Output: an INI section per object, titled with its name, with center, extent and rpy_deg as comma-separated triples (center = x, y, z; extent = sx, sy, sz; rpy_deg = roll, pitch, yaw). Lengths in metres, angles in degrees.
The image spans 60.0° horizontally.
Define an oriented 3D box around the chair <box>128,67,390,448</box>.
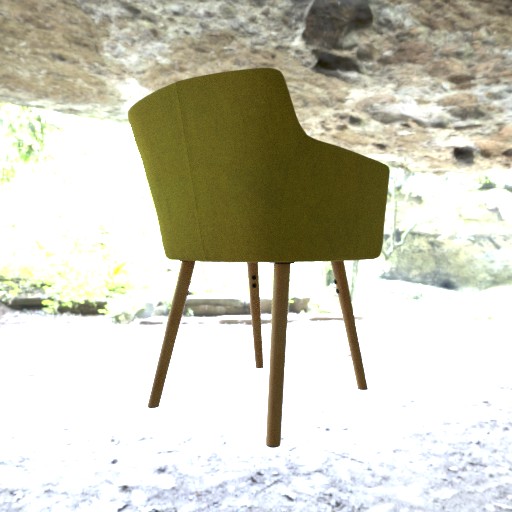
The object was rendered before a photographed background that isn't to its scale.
[chair]
center = 0.000, 0.000, 1.191
extent = 0.570, 0.780, 0.570
rpy_deg = 1, 1, 37
